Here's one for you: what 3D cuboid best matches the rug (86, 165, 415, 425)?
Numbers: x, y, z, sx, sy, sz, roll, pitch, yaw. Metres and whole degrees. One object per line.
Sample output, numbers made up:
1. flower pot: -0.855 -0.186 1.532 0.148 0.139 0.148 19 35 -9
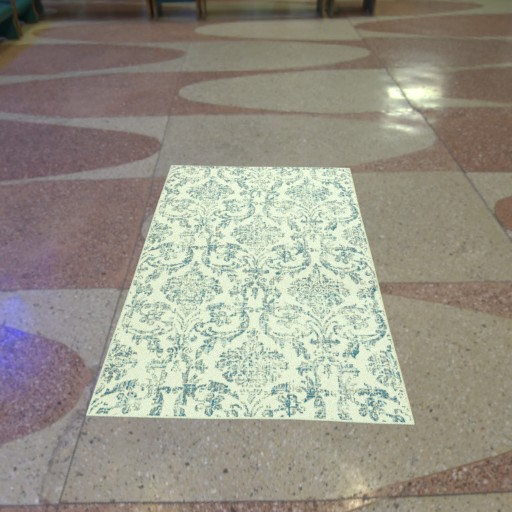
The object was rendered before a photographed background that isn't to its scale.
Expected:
1. rug: 0.000 0.000 3.473 1.819 0.018 2.746 1 41 1
